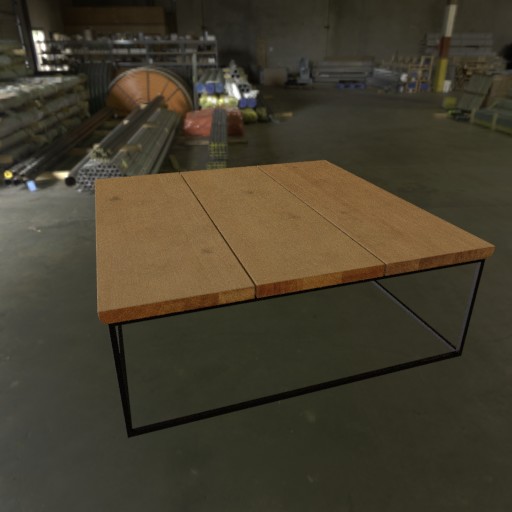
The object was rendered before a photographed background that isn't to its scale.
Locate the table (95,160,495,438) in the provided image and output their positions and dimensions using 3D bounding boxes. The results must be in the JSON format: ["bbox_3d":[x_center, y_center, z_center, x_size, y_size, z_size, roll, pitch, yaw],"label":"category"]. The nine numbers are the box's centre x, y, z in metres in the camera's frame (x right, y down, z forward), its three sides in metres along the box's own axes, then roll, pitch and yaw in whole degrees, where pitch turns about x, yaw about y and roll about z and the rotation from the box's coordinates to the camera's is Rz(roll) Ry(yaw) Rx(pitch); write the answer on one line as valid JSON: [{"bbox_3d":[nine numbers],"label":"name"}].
[{"bbox_3d":[0.000,0.000,1.688,1.100,0.400,1.100,-8,27,-17],"label":"table"}]
